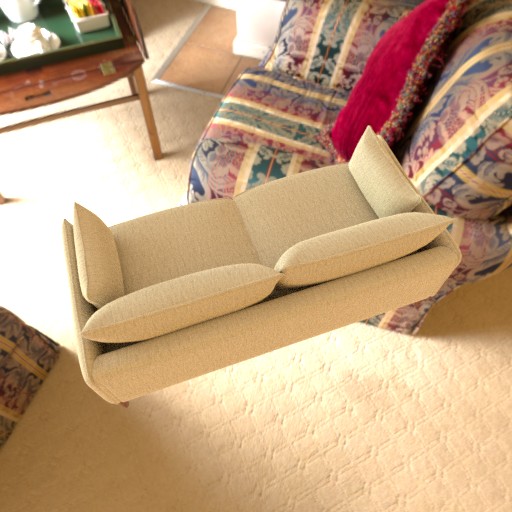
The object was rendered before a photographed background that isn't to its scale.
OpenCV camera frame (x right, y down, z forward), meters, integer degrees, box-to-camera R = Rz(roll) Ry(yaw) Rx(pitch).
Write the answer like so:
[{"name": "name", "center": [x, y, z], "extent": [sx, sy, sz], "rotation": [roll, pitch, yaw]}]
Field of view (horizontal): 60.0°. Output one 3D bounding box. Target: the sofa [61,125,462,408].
[{"name": "sofa", "center": [0.000, 0.000, 2.512], "extent": [1.989, 0.860, 0.991], "rotation": [-17, 60, -10]}]
